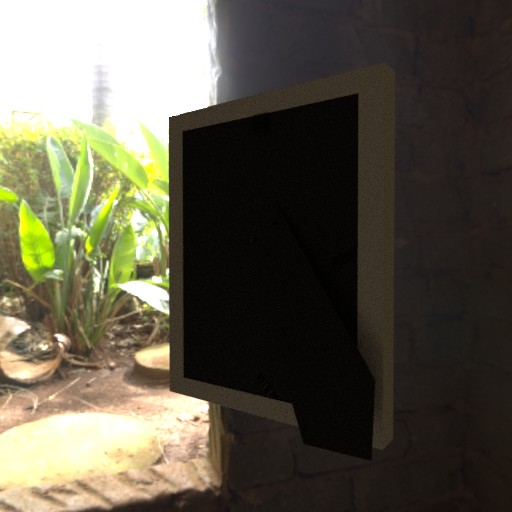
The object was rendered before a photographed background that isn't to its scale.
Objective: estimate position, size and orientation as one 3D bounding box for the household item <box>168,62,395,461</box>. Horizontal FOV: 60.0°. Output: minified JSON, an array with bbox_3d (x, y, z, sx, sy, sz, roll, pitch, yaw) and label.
[{"bbox_3d":[0.000,0.000,0.342,0.200,0.250,0.045,1,1,36],"label":"household item"}]
